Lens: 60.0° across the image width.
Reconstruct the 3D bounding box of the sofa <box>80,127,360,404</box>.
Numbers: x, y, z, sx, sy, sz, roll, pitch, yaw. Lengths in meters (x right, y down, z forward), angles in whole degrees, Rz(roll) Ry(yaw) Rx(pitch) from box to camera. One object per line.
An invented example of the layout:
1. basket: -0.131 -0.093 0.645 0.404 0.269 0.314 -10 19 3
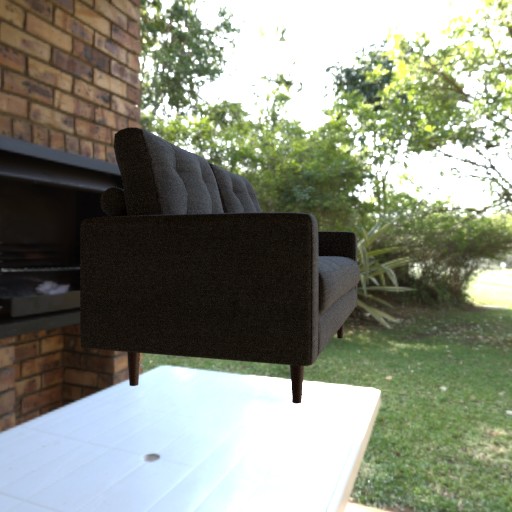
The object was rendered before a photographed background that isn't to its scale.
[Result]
1. sofa: 0.000 0.000 2.007 0.842 0.907 1.407 0 1 18
